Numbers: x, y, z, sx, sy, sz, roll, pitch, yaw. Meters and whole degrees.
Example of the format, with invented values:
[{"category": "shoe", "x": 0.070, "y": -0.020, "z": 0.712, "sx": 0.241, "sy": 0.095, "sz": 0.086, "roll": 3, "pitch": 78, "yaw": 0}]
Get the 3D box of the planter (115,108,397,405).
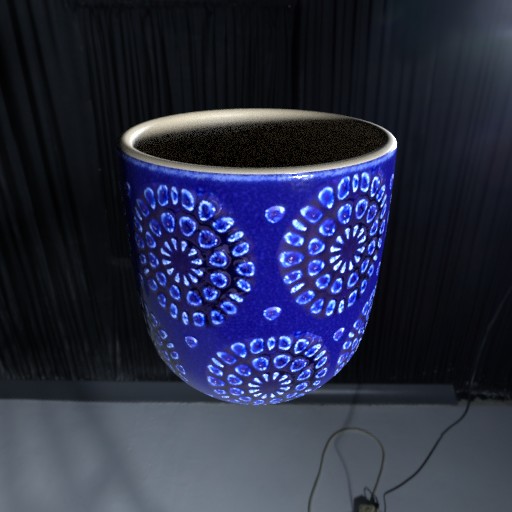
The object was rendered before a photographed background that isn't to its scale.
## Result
[{"category": "planter", "x": 0.000, "y": 0.000, "z": 0.201, "sx": 0.109, "sy": 0.112, "sz": 0.109, "roll": 0, "pitch": 28, "yaw": 0}]
